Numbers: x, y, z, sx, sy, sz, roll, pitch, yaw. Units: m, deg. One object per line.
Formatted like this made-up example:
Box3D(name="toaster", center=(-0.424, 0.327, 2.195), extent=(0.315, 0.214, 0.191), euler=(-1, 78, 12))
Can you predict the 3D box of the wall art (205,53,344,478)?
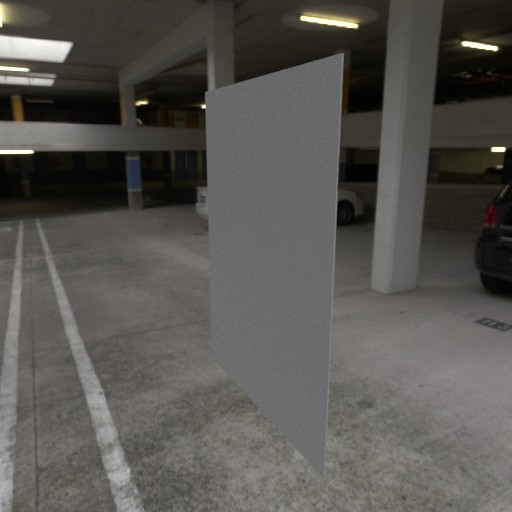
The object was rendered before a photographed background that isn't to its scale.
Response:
Box3D(name="wall art", center=(0.000, 0.000, 0.810), extent=(0.003, 0.609, 0.457), euler=(-7, 16, -27))
